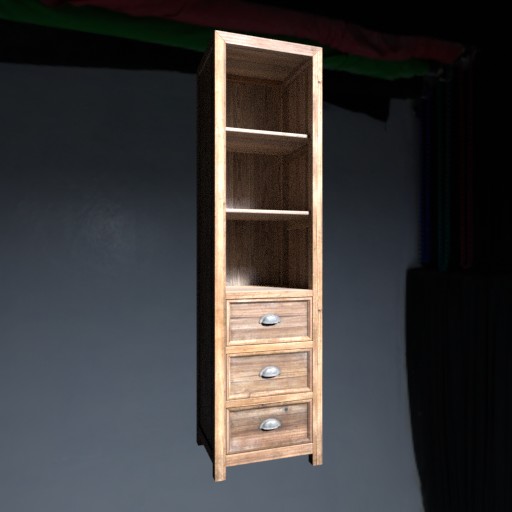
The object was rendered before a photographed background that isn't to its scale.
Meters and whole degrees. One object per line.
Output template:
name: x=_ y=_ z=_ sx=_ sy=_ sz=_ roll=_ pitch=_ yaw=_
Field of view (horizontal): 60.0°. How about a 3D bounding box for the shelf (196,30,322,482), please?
shelf: x=0.000 y=0.000 z=2.138 sx=0.500 sy=1.900 sz=0.428 roll=0 pitch=0 yaw=-18
